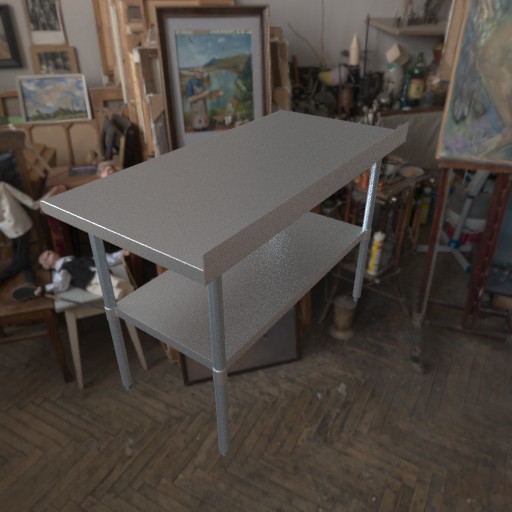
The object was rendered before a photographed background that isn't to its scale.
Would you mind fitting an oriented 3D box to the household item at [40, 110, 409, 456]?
[{"bbox_3d":[0.000,0.000,1.701,0.610,0.851,1.219,21,38,30],"label":"household item"}]
